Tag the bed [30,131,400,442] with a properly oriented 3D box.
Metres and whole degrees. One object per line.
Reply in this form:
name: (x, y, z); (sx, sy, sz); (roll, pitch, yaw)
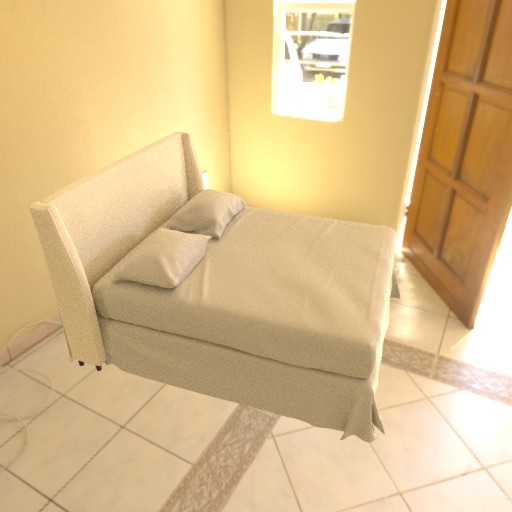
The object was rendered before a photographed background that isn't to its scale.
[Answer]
bed: (0.000, 0.000, 3.446); (2.276, 1.332, 1.925); (10, 31, 17)
